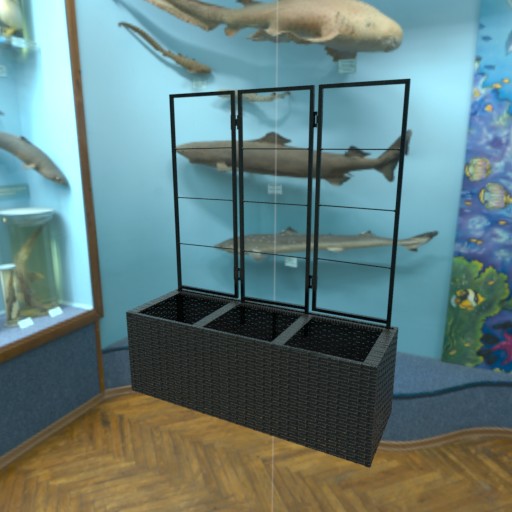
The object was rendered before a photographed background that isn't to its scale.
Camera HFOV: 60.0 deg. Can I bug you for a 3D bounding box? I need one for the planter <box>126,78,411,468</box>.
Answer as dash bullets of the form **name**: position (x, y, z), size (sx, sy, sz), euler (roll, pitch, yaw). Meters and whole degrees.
- **planter**: position (0.000, 0.000, 1.144), size (0.699, 0.841, 0.244), euler (7, 16, 27)
